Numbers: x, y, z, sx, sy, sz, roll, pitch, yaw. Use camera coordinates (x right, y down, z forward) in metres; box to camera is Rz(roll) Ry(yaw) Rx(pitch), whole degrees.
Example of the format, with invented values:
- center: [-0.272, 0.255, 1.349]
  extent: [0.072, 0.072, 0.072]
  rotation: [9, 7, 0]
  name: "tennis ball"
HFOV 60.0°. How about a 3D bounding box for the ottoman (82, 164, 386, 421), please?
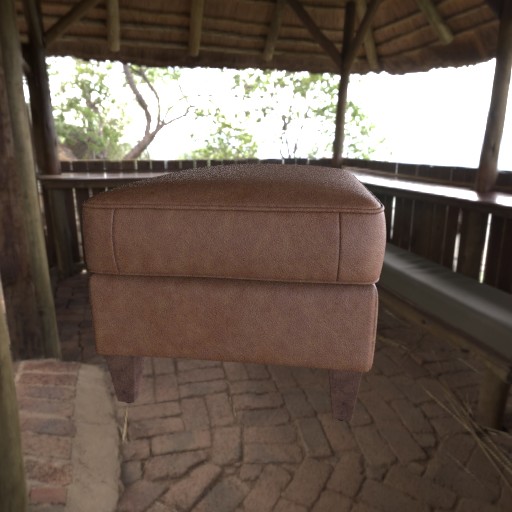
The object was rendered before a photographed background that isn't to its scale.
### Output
- center: [0.000, 0.000, 1.219]
  extent: [0.584, 0.483, 0.864]
  rotation: [2, 15, 8]
  name: "ottoman"
